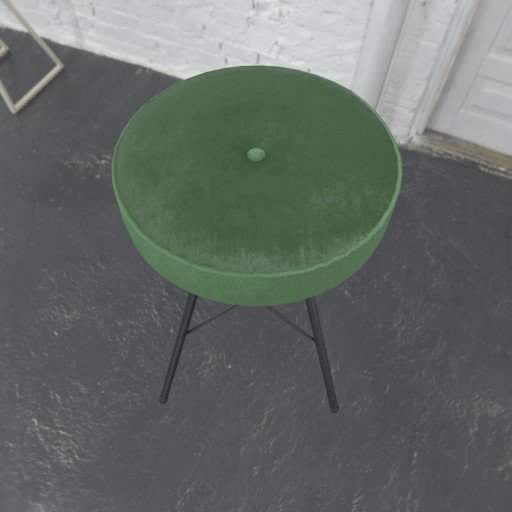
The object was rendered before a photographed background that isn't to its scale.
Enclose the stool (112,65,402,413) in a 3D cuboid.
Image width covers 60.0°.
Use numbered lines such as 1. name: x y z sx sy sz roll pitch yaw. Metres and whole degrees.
1. stool: 0.000 0.000 0.892 0.430 0.595 0.457 2 58 2
